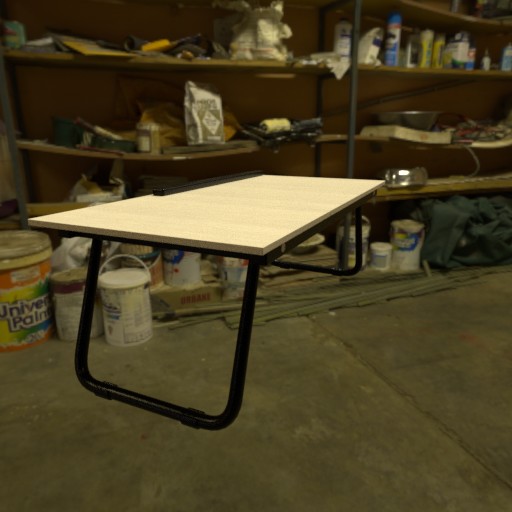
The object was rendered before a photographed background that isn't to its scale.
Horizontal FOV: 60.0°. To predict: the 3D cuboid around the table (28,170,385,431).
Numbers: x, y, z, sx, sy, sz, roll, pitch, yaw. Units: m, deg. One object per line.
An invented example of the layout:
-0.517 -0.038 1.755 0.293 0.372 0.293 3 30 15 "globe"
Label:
0.000 0.000 0.790 0.322 0.242 0.644 7 17 25 "table"
